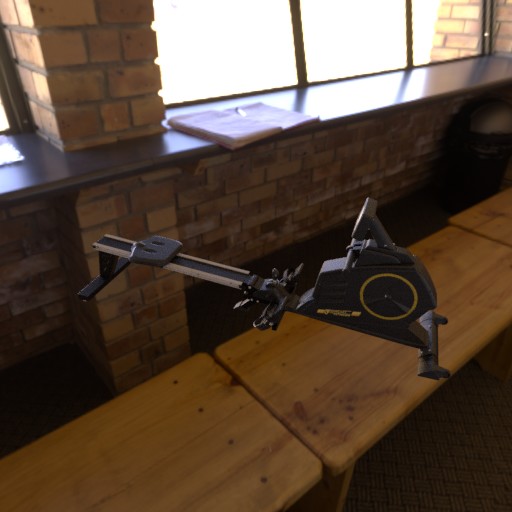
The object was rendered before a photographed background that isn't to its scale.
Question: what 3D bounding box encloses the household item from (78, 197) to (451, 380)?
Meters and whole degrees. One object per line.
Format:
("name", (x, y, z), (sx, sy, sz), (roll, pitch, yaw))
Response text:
("household item", (0.000, 0.000, 2.573), (2.251, 0.810, 0.521), (10, 32, 16))
